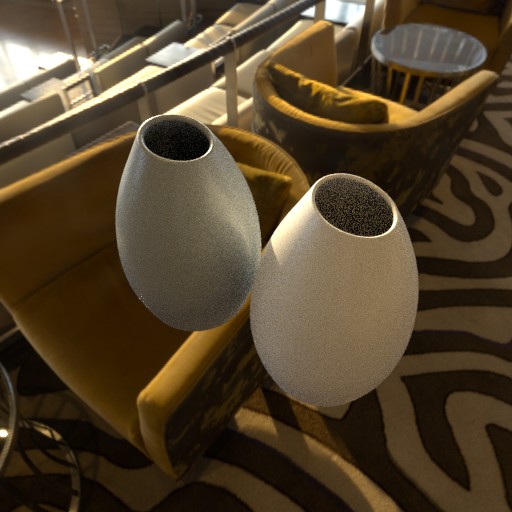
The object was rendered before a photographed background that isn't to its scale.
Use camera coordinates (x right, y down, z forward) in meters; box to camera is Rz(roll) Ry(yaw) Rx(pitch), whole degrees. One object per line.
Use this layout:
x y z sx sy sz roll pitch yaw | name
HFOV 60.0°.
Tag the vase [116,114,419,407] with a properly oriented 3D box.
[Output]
0.000 0.000 0.254 0.187 0.131 0.089 25 52 21 | vase
